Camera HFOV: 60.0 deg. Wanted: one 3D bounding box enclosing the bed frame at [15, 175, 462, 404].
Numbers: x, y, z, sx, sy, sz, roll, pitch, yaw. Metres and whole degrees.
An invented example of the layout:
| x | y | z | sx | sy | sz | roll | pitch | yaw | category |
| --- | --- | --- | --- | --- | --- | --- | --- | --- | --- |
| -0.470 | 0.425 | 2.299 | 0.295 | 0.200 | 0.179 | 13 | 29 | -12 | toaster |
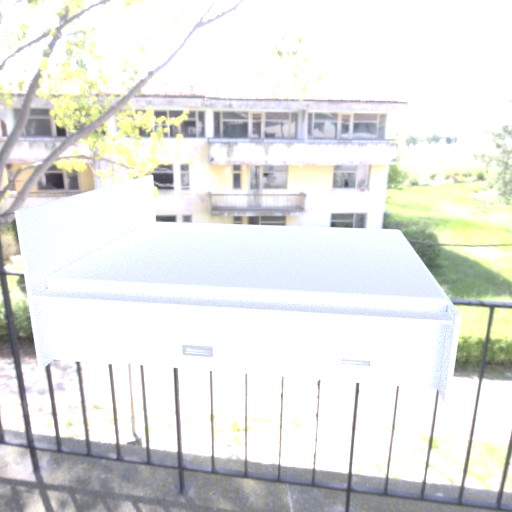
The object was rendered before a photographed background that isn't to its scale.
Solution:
| x | y | z | sx | sy | sz | roll | pitch | yaw | category |
| --- | --- | --- | --- | --- | --- | --- | --- | --- | --- |
| 0.000 | 0.000 | 2.740 | 1.960 | 0.800 | 1.622 | 2 | 16 | 8 | bed frame |
